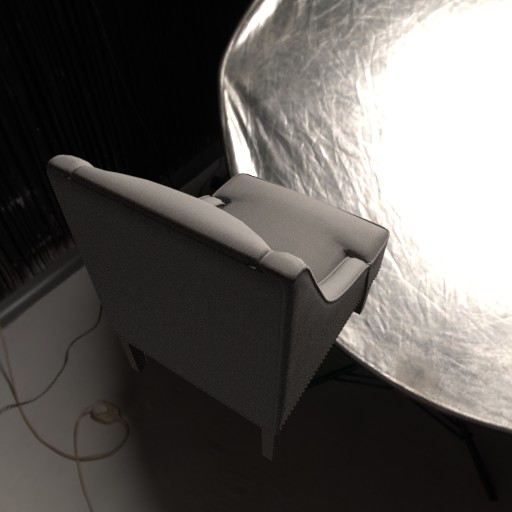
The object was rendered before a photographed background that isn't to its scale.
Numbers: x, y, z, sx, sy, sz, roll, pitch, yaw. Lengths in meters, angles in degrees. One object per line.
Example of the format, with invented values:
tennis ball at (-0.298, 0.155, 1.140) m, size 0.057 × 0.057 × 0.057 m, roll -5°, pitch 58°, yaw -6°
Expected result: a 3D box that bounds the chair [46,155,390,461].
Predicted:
chair at (0.000, 0.000, 1.358) m, size 0.631 × 0.867 × 0.747 m, roll 25°, pitch 51°, yaw 22°
